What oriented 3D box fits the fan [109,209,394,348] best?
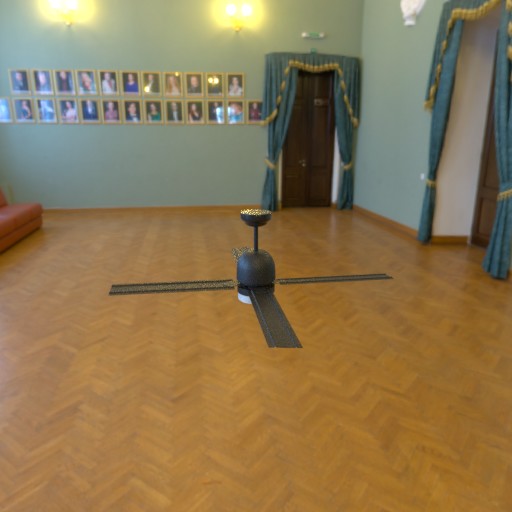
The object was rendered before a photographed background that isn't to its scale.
[{"bbox_3d":[0.000,0.000,2.042,1.319,0.410,1.319,-3,16,-10],"label":"fan"}]
